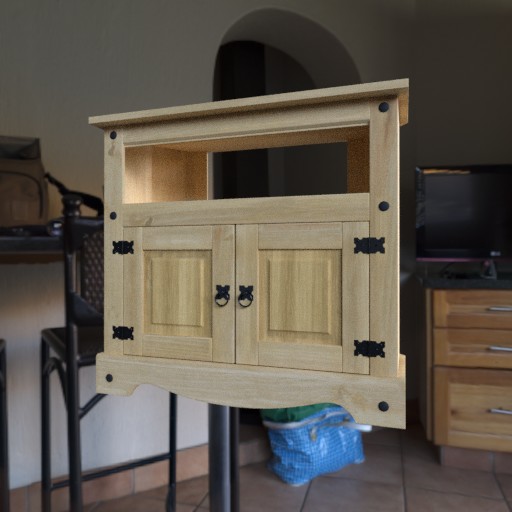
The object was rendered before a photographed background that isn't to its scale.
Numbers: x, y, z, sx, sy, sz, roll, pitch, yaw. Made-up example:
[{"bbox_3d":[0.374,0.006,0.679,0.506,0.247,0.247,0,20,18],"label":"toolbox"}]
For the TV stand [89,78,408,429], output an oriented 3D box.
[{"bbox_3d":[0.000,0.000,1.312,0.851,0.781,0.425,0,0,19],"label":"TV stand"}]
